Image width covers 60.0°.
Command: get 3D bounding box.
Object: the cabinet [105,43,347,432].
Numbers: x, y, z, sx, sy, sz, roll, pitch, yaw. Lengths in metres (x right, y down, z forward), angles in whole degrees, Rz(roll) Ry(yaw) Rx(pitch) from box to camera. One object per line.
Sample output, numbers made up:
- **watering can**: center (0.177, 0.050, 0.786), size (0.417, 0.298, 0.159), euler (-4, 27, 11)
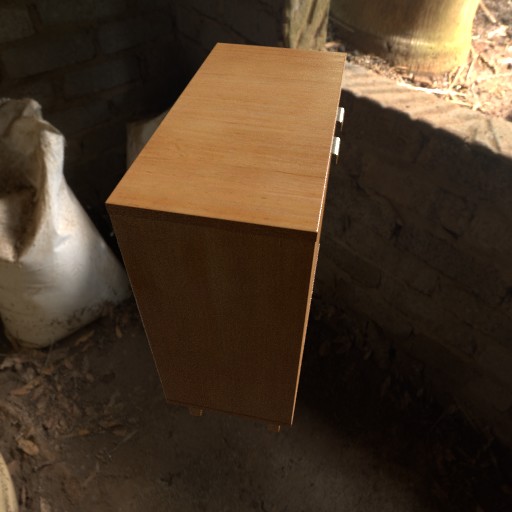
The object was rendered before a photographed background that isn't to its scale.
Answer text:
- **cabinet**: center (0.000, 0.000, 1.427), size (0.419, 1.001, 0.800), euler (8, 46, 8)
